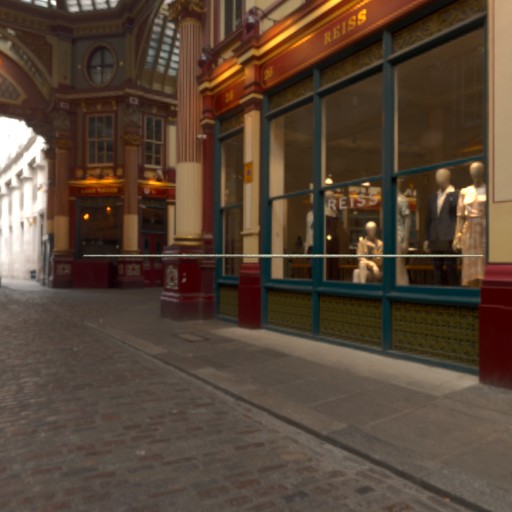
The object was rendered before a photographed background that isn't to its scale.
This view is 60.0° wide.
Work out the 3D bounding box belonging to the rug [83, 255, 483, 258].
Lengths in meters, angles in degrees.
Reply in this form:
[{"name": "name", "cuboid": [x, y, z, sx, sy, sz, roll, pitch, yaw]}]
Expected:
[{"name": "rug", "cuboid": [0.000, 0.000, 4.324, 2.452, 0.016, 3.204, 0, 0, -35]}]
